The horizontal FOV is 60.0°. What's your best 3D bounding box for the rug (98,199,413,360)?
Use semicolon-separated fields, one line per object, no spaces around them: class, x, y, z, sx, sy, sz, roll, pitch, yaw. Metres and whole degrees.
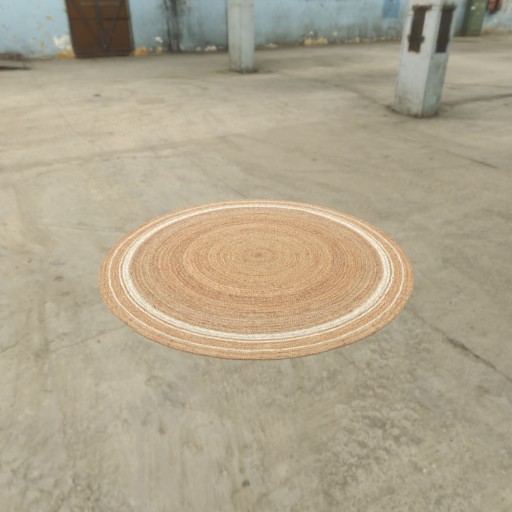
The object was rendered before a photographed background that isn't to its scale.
rug;0.000;0.000;3.605;2.444;0.015;2.444;0;29;0
